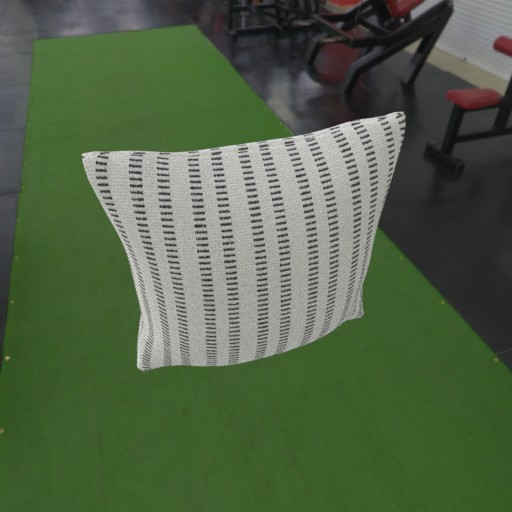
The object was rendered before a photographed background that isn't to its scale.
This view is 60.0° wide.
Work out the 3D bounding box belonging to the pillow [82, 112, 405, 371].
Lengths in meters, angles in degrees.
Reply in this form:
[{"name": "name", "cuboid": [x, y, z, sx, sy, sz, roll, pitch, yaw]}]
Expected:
[{"name": "pillow", "cuboid": [0.000, 0.000, 0.700, 0.438, 0.419, 0.247, -11, 42, -13]}]
